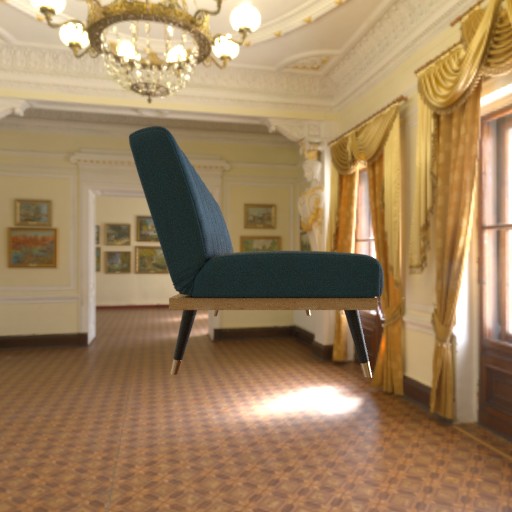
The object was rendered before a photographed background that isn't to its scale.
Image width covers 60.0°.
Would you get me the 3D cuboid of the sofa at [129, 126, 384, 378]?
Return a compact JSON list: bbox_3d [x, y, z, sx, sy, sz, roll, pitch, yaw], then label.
[{"bbox_3d":[0.000,0.000,2.310,0.830,0.825,1.810,0,-1,0],"label":"sofa"}]
